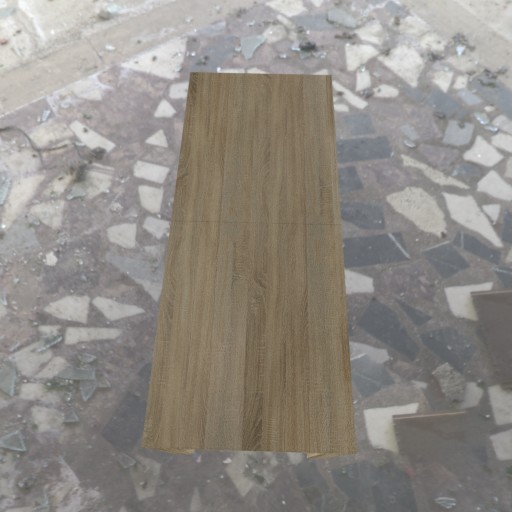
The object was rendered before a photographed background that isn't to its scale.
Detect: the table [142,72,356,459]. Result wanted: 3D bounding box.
[{"bbox_3d":[0.000,0.000,2.692,0.900,0.790,2.200,1,64,1],"label":"table"}]
